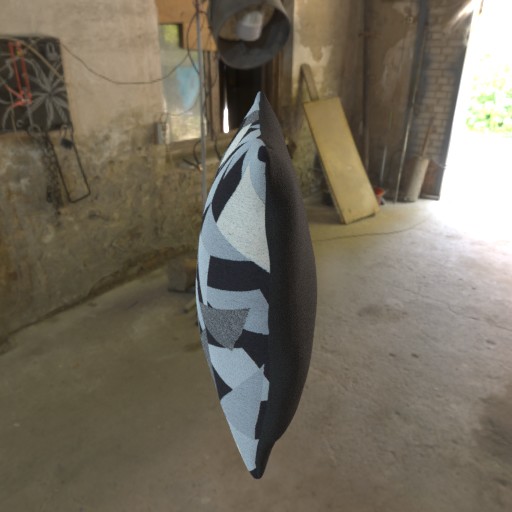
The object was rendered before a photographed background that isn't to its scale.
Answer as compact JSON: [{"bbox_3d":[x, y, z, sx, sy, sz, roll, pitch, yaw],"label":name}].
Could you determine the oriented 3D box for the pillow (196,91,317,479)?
[{"bbox_3d":[0.000,0.000,0.769,0.208,0.496,0.503,0,26,0],"label":"pillow"}]
